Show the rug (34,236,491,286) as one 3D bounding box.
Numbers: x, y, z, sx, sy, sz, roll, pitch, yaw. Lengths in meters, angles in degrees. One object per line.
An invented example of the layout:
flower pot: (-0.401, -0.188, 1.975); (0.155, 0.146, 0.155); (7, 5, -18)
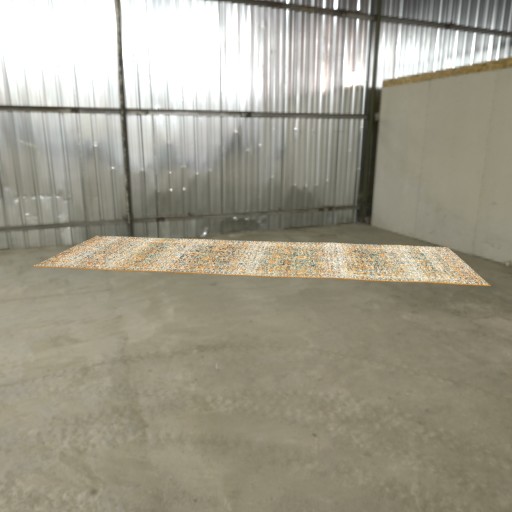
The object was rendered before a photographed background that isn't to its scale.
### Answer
rug: (0.000, 0.000, 2.537); (2.294, 0.014, 0.704); (2, 16, 7)
